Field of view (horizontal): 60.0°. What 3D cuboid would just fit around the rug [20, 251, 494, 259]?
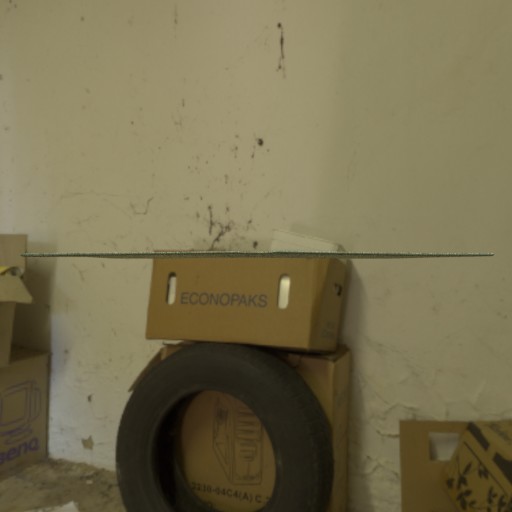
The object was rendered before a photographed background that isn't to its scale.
[{"bbox_3d":[0.000,0.000,5.170,4.078,0.052,2.802,0,-1,-1],"label":"rug"}]
